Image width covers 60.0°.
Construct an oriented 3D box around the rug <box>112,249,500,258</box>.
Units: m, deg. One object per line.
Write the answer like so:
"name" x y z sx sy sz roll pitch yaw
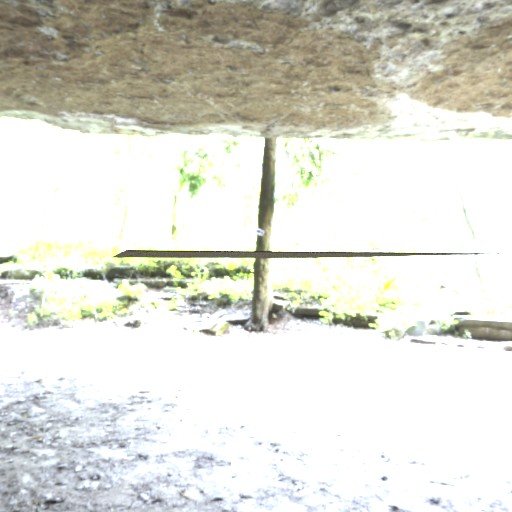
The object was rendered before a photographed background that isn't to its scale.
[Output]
"rug" 0.000 0.000 4.042 2.444 0.012 3.048 0 -1 -19
